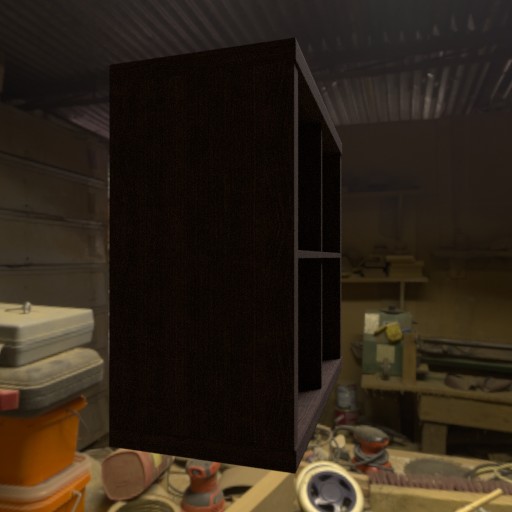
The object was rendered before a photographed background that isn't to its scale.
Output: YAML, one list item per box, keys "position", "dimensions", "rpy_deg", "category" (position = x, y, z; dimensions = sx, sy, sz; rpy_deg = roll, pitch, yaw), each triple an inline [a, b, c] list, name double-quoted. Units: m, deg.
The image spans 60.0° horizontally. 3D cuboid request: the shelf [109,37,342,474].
- position: [0.000, 0.000, 1.233]
  dimensions: [0.390, 0.786, 0.790]
  rpy_deg: [0, 0, 17]
  category: "shelf"
